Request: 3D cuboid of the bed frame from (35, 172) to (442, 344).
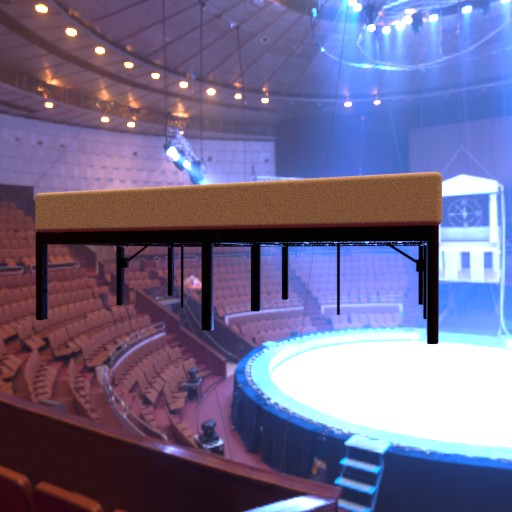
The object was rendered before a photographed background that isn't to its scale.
[{"bbox_3d":[0.000,0.000,2.644,1.956,0.659,1.408,0,1,19],"label":"bed frame"}]
